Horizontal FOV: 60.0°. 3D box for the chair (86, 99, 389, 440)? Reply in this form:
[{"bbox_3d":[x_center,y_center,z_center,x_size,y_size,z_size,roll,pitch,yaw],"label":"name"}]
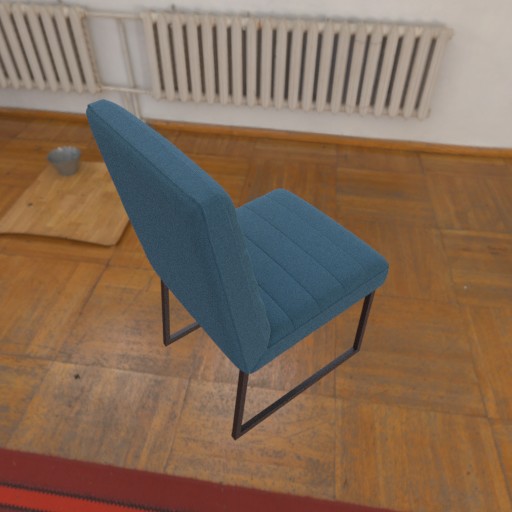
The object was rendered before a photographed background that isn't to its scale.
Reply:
[{"bbox_3d":[0.000,0.000,1.308,0.634,0.930,0.520,-27,49,-26],"label":"chair"}]
